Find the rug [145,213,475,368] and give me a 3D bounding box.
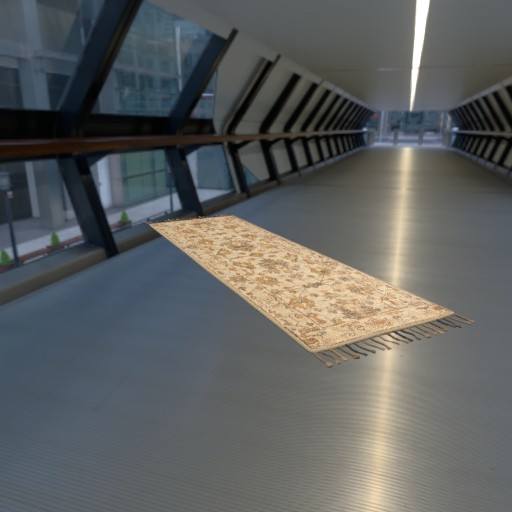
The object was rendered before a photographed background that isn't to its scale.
[{"bbox_3d":[0.000,0.000,2.634,0.729,0.021,2.438,-9,19,-26],"label":"rug"}]
